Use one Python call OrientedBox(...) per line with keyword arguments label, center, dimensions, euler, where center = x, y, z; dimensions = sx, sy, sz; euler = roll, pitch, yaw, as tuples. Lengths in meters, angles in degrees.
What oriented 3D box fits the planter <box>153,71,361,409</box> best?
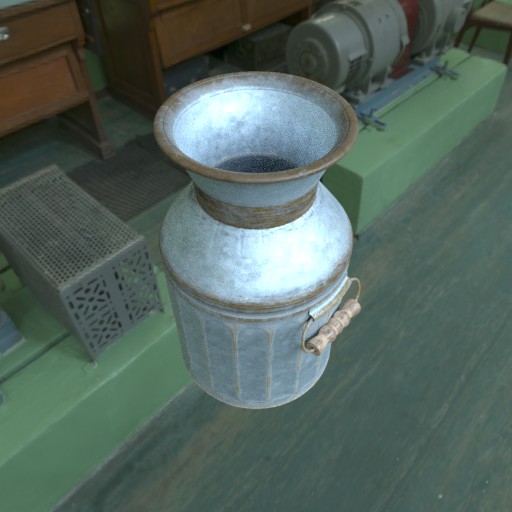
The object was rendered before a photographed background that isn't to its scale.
OrientedBox(label="planter", center=(0.000, 0.000, 0.516), dimensions=(0.248, 0.358, 0.215), euler=(33, 56, 27))
